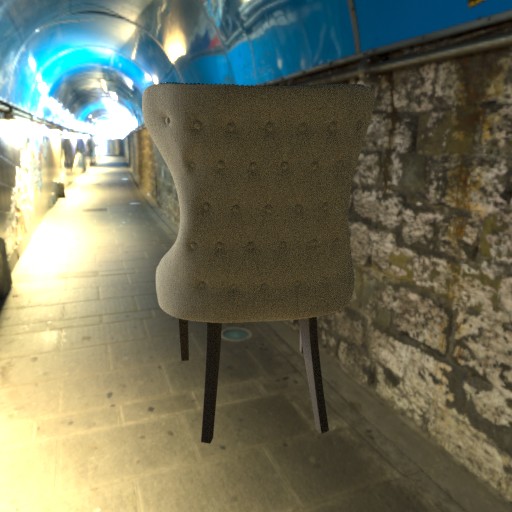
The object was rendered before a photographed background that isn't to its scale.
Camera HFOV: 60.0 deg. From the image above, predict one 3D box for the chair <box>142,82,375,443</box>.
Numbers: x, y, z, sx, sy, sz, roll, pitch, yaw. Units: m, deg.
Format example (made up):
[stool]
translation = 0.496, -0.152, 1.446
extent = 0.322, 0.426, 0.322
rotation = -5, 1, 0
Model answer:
[chair]
translation = 0.000, 0.000, 1.390
extent = 0.628, 0.967, 0.635
rotation = -2, 14, -8
